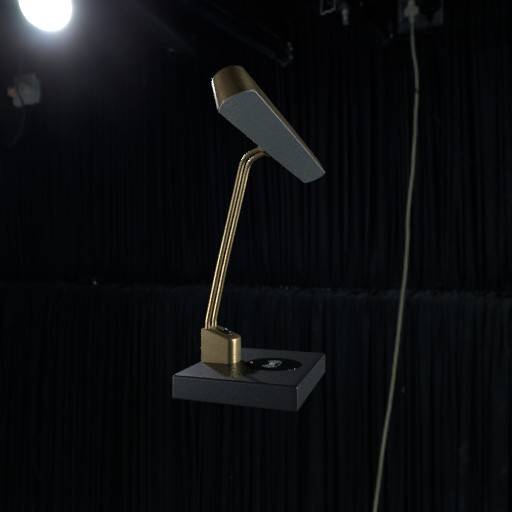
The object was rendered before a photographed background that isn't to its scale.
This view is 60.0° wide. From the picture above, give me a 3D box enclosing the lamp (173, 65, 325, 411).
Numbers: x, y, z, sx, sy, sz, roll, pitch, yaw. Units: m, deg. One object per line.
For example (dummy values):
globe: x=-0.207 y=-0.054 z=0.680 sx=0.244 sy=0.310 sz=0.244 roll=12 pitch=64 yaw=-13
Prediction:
lamp: x=0.000 y=0.000 z=0.600 sx=0.156 sy=0.345 sz=0.412 roll=0 pitch=-1 yaw=18
